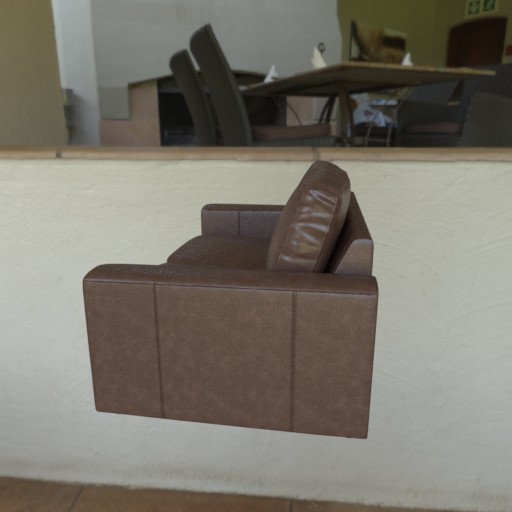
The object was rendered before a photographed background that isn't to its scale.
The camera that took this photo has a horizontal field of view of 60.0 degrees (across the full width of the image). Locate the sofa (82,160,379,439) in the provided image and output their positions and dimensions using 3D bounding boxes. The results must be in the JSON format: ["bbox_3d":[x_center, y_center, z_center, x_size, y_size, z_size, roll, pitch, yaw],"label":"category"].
[{"bbox_3d":[0.000,0.000,2.209,1.016,0.873,1.616,2,16,9],"label":"sofa"}]
